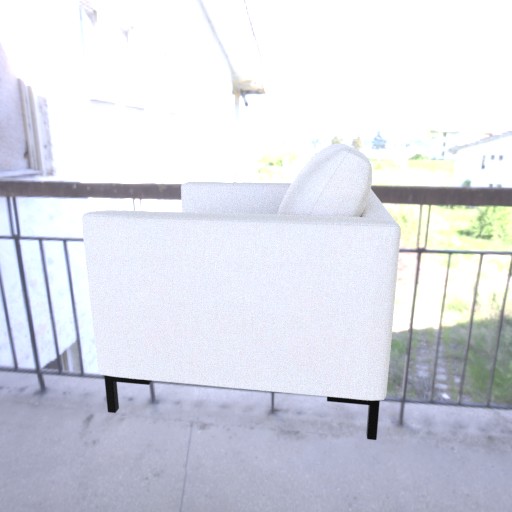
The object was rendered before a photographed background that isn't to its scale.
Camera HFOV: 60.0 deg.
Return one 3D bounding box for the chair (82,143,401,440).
[{"bbox_3d":[0.000,0.000,1.641,0.875,0.806,0.964,2,15,9],"label":"chair"}]
